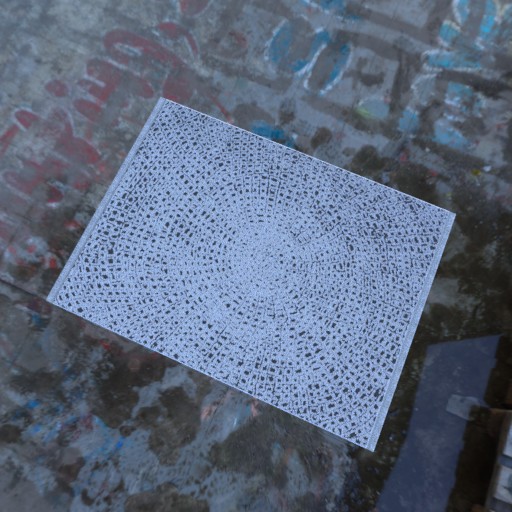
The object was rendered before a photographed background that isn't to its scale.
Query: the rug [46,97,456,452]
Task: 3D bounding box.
[{"bbox_3d":[0.000,0.000,2.134,1.634,0.003,1.190,23,77,6],"label":"rug"}]
